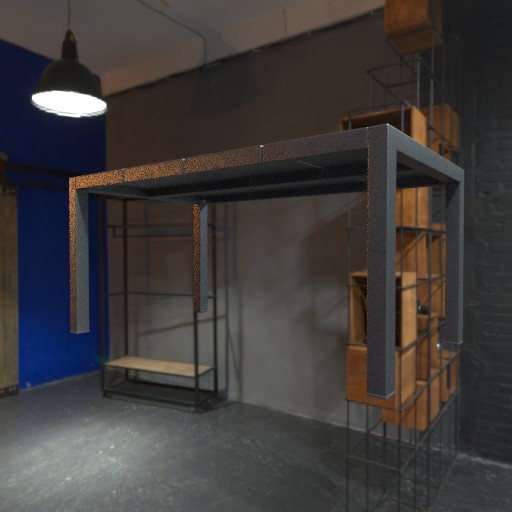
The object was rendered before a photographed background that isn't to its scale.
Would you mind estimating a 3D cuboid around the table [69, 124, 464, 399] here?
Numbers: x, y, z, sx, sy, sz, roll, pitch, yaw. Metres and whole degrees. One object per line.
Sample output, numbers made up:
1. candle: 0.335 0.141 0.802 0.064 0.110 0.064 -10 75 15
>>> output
1. table: 0.000 0.000 1.247 0.965 0.460 0.559 1 2 37
